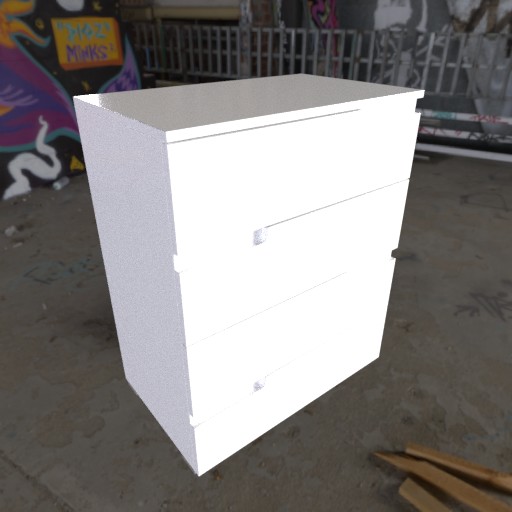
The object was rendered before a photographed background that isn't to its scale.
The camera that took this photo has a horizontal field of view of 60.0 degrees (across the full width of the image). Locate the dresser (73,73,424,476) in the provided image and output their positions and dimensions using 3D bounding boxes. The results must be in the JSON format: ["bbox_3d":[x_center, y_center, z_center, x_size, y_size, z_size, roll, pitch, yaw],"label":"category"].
[{"bbox_3d":[0.000,0.000,1.147,0.650,0.800,0.400,-21,35,-33],"label":"dresser"}]
